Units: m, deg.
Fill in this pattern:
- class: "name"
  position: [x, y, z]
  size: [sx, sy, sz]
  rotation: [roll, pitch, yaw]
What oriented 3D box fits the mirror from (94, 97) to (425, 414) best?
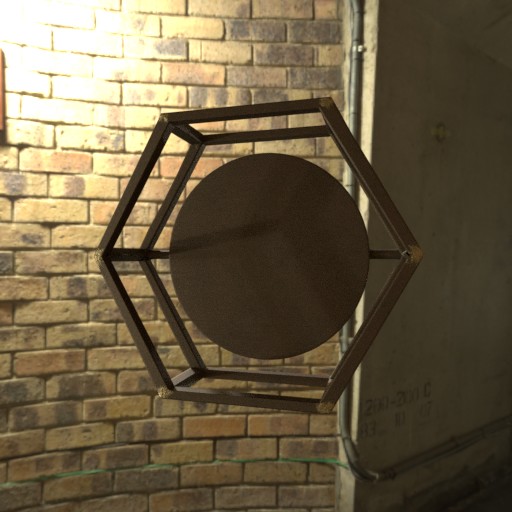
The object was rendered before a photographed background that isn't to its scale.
- class: "mirror"
  position: [0.000, 0.000, 0.548]
  size: [0.380, 0.334, 0.119]
  rotation: [0, 0, 16]
